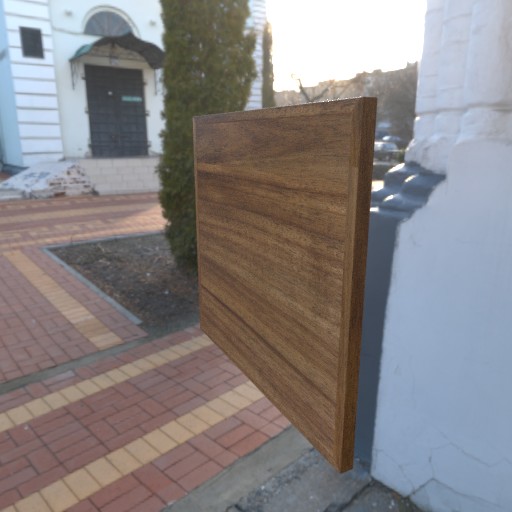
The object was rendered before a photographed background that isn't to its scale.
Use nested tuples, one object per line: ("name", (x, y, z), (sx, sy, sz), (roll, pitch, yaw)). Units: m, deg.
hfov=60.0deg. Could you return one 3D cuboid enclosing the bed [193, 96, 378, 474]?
("bed", (0.000, 0.000, 1.501), (0.043, 0.940, 1.041), (-8, 17, -27))
